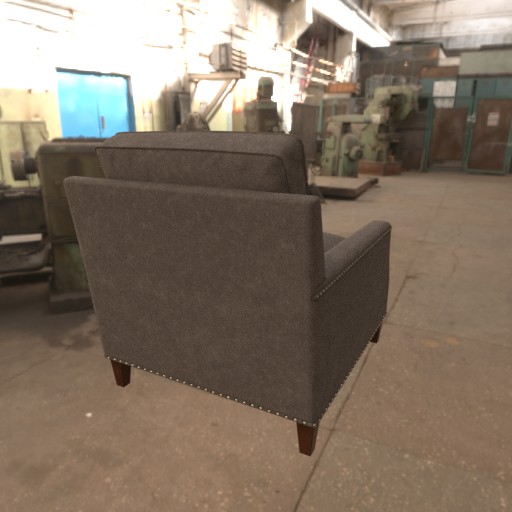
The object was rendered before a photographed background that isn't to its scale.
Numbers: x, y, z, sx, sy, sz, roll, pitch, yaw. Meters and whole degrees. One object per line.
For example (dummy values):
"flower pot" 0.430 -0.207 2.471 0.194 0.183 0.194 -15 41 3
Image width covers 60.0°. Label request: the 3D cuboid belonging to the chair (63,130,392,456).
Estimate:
"chair" 0.000 0.000 1.717 0.853 0.948 1.014 9 19 27
